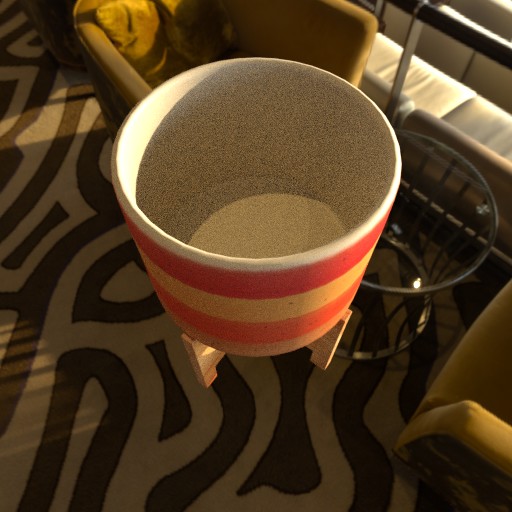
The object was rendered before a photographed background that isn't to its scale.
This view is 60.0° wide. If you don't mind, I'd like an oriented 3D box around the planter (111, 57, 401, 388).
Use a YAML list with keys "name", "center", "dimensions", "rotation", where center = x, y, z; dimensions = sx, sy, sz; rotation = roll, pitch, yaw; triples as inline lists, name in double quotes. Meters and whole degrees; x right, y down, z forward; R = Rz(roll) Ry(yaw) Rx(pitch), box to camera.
- name: "planter"
  center: [0.000, 0.000, 0.554]
  dimensions: [0.269, 0.379, 0.269]
  rotation: [0, 58, 0]
